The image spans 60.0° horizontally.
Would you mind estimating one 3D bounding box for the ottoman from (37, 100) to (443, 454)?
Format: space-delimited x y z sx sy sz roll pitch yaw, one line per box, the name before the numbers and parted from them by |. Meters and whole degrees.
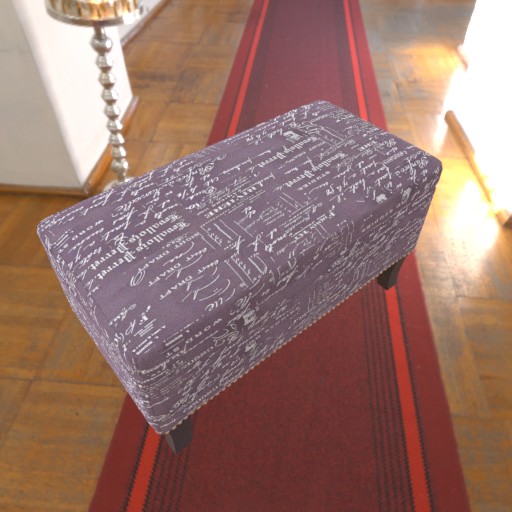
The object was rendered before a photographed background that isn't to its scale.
ottoman | 0.000 0.000 1.075 0.813 0.457 0.406 -31 54 -26
